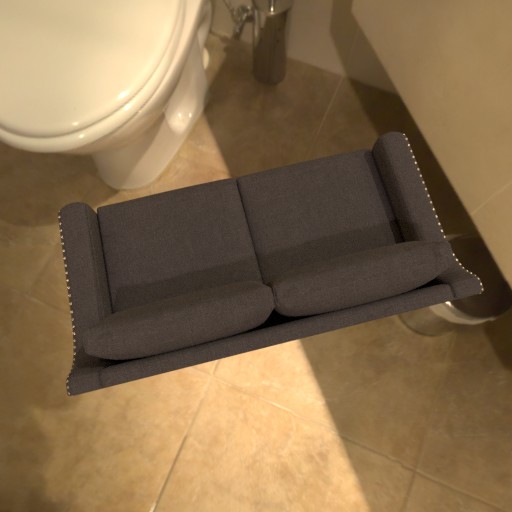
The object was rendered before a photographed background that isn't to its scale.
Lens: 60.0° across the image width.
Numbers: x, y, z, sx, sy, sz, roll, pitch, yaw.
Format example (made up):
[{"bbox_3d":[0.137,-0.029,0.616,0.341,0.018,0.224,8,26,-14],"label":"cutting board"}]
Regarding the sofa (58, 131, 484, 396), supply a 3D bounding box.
[{"bbox_3d":[0.000,0.000,3.169,2.550,1.196,1.336,-13,74,-4],"label":"sofa"}]
